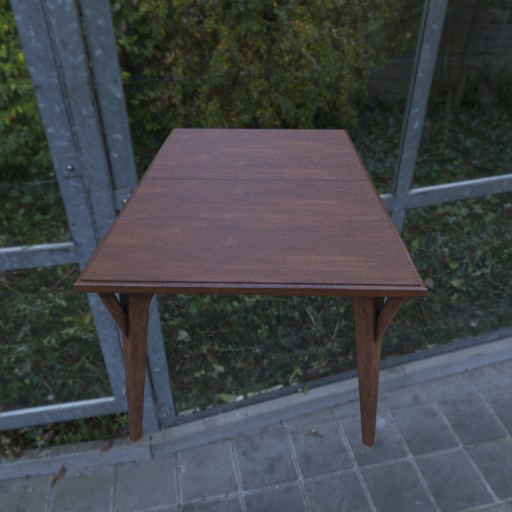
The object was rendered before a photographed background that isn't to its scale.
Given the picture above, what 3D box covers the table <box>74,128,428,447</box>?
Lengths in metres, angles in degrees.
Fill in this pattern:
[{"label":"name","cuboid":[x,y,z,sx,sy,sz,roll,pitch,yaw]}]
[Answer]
[{"label":"table","cuboid":[0.000,0.000,2.078,0.990,0.761,1.524,1,32,1]}]
